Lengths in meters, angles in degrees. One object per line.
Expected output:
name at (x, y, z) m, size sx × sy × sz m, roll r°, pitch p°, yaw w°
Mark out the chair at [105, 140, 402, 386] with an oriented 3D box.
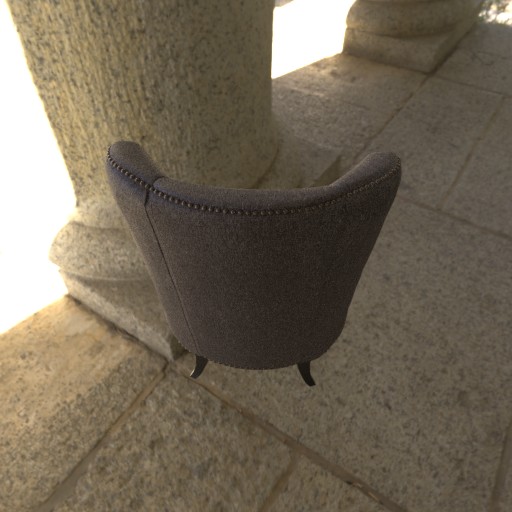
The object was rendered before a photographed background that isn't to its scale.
chair at (0.000, 0.000, 1.564) m, size 0.759 × 1.060 × 0.758 m, roll 3°, pitch 46°, yaw 3°
